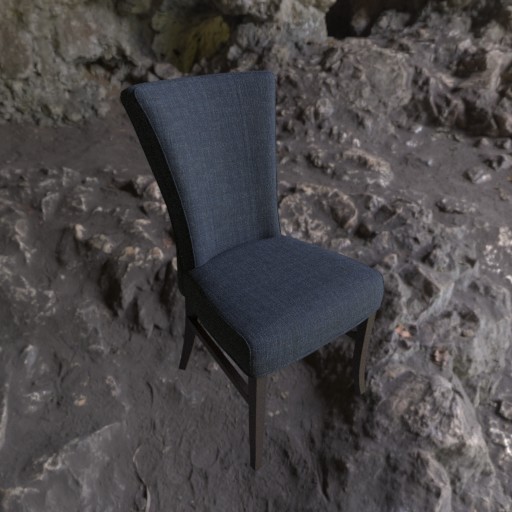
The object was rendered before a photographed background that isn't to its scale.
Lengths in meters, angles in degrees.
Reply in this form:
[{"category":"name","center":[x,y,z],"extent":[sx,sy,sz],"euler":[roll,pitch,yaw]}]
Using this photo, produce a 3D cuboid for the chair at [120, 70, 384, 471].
[{"category":"chair","center":[0.000,0.000,1.377],"extent":[0.520,0.991,0.660],"euler":[-22,37,-32]}]
